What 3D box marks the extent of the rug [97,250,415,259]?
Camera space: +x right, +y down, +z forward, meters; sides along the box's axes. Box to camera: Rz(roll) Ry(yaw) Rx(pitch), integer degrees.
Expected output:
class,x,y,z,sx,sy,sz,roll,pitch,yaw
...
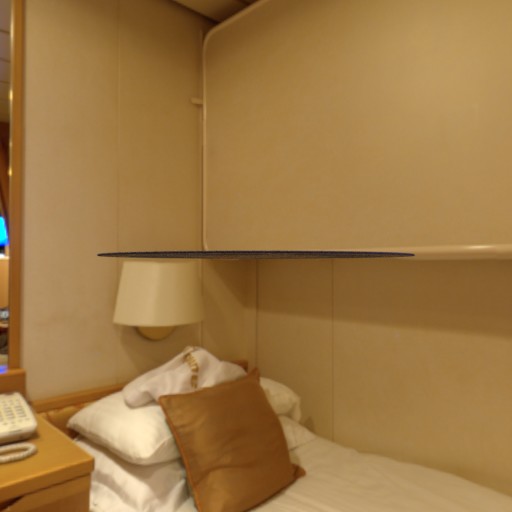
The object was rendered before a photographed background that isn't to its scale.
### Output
class,x,y,z,sx,sy,sz,roll,pitch,yaw
rug,0.000,0.000,3.535,2.386,0.014,2.386,0,-1,0
